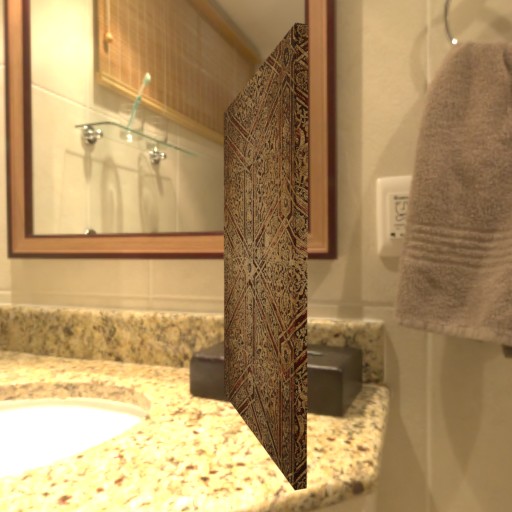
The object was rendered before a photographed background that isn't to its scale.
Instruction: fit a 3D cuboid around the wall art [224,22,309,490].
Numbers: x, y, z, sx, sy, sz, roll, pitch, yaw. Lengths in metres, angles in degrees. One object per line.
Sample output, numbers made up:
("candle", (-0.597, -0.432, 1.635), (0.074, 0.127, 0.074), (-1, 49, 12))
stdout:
("wall art", (0.000, 0.000, 0.759), (0.020, 0.599, 0.397), (0, 1, -17))
